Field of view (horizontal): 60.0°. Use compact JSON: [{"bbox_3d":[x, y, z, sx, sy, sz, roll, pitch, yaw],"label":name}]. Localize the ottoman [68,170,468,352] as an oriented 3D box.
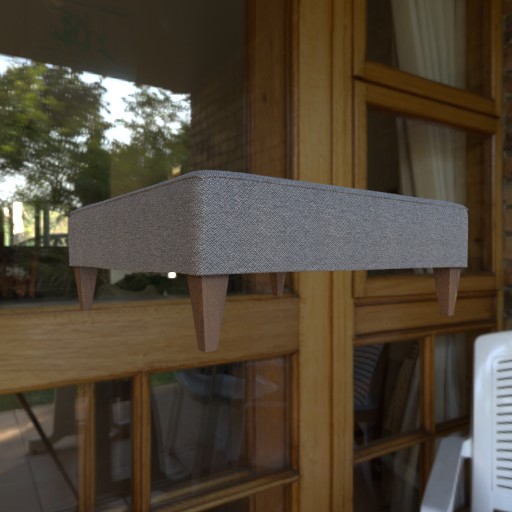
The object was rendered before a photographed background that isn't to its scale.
[{"bbox_3d":[0.000,0.000,1.495,0.981,0.378,0.970,0,0,-37],"label":"ottoman"}]
